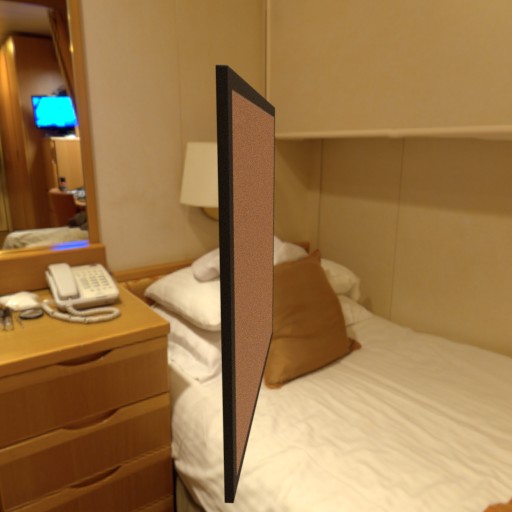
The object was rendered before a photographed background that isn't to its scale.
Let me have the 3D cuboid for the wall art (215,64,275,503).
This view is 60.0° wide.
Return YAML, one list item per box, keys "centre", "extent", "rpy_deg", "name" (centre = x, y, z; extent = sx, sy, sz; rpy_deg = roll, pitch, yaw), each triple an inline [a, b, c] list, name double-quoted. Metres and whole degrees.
- centre: [0.000, 0.000, 0.952]
  extent: [0.016, 0.659, 0.663]
  rpy_deg: [2, 14, 7]
  name: "wall art"
